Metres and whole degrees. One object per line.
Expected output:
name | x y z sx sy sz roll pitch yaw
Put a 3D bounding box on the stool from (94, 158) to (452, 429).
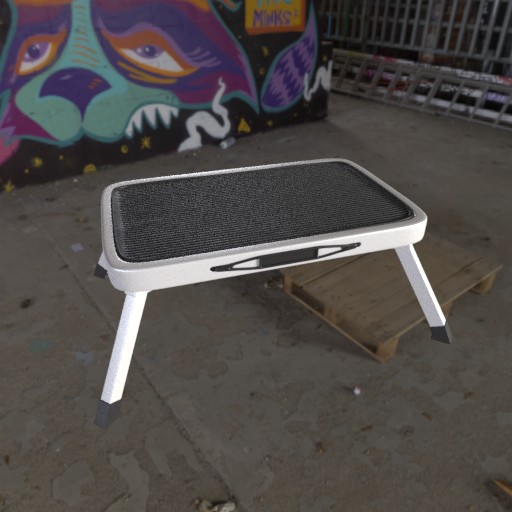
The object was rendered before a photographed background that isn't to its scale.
stool | 0.000 0.000 0.616 0.460 0.170 0.320 -9 33 -15
